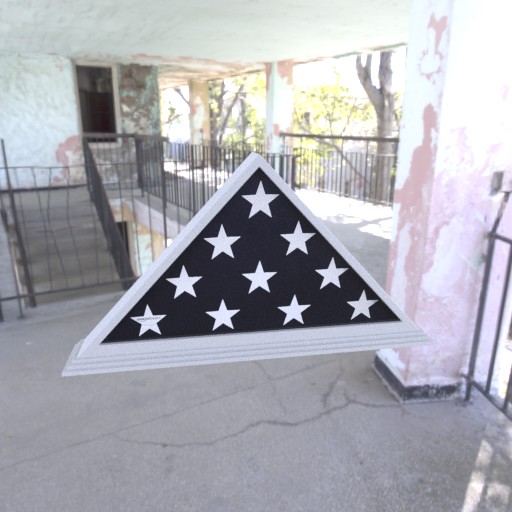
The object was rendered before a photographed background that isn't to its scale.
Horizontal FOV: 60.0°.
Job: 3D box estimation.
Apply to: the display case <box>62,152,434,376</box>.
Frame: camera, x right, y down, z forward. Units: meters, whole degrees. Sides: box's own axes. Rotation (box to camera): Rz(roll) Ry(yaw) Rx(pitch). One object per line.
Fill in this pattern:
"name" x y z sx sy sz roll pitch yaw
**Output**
"display case" 0.000 0.000 0.750 0.640 0.340 0.095 -3 17 -9
